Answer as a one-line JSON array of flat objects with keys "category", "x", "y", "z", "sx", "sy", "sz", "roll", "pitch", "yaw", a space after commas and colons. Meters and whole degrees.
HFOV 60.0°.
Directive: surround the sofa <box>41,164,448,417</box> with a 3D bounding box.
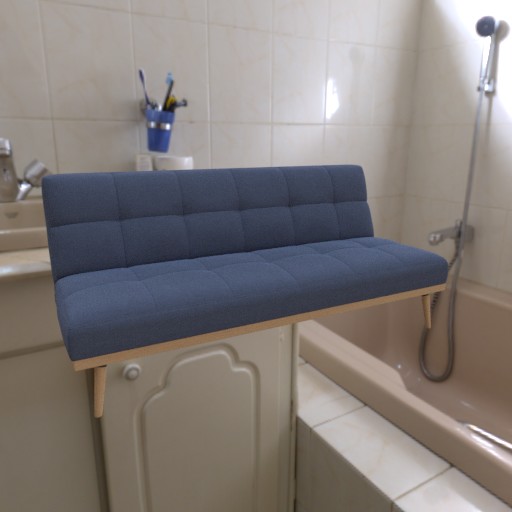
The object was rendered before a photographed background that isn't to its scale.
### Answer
[{"category": "sofa", "x": 0.000, "y": 0.000, "z": 2.145, "sx": 1.800, "sy": 0.800, "sz": 0.796, "roll": -8, "pitch": 16, "yaw": -27}]
